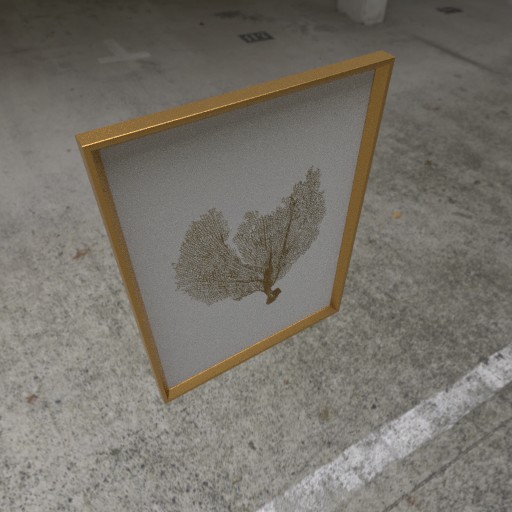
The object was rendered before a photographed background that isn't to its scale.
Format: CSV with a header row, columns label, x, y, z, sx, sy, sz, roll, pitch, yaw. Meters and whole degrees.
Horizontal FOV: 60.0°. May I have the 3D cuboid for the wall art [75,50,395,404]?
label,x,y,z,sx,sy,sz,roll,pitch,yaw
wall art,0.000,0.000,1.049,0.610,0.812,0.038,-24,50,-21
